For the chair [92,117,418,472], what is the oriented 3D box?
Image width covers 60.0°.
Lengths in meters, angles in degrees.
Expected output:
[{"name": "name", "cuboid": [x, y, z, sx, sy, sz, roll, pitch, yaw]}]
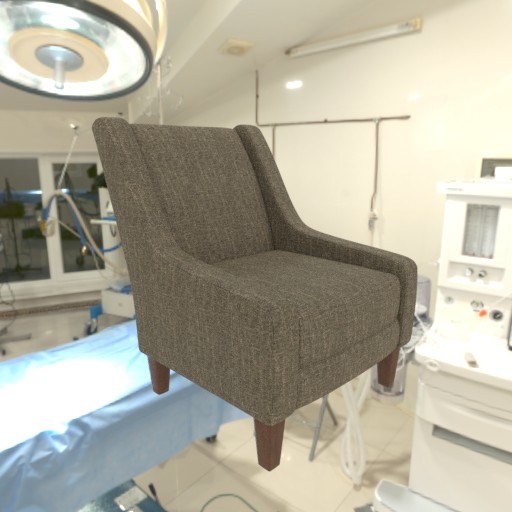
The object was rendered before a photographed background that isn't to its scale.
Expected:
[{"name": "chair", "cuboid": [0.000, 0.000, 1.674, 0.793, 1.012, 0.944, -13, 18, -43]}]
